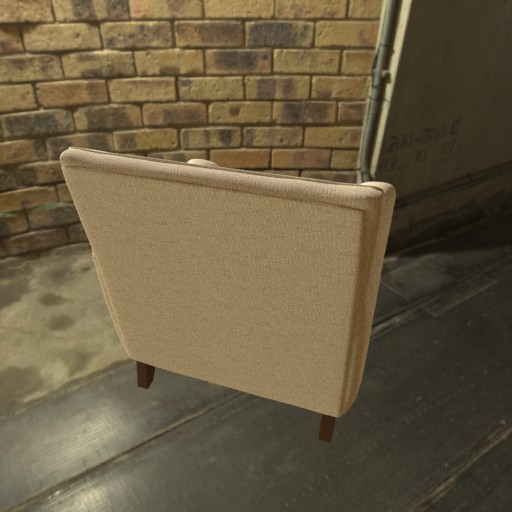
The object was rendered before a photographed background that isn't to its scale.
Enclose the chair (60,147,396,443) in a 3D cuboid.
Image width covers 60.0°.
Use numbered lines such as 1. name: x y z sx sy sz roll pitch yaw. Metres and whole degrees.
1. chair: 0.000 0.000 1.579 0.870 0.943 0.823 11 34 16
